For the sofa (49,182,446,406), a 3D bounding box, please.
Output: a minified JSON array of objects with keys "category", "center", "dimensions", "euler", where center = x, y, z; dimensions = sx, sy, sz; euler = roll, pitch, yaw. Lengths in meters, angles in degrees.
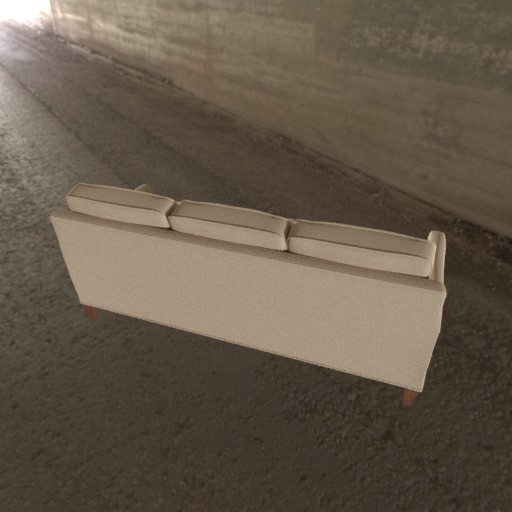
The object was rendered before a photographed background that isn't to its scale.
[{"category":"sofa","center":[0.000,0.000,2.843],"dimensions":[2.246,1.003,1.084],"euler":[11,34,17]}]
